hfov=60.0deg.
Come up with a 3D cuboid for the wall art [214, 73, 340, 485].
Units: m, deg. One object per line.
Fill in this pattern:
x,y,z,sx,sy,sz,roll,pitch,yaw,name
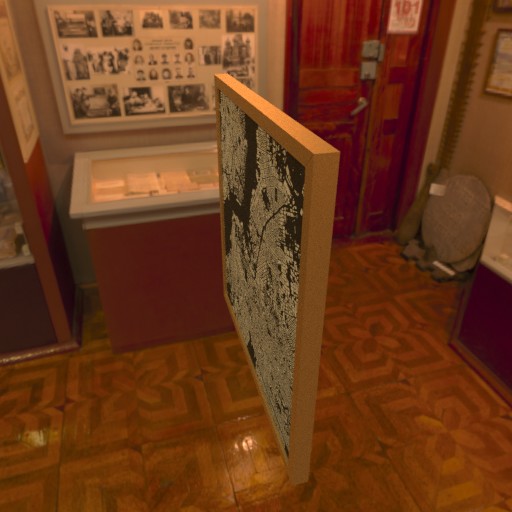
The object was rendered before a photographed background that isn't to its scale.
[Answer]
0.000,0.000,2.850,0.099,1.926,1.926,-8,31,-13,wall art
